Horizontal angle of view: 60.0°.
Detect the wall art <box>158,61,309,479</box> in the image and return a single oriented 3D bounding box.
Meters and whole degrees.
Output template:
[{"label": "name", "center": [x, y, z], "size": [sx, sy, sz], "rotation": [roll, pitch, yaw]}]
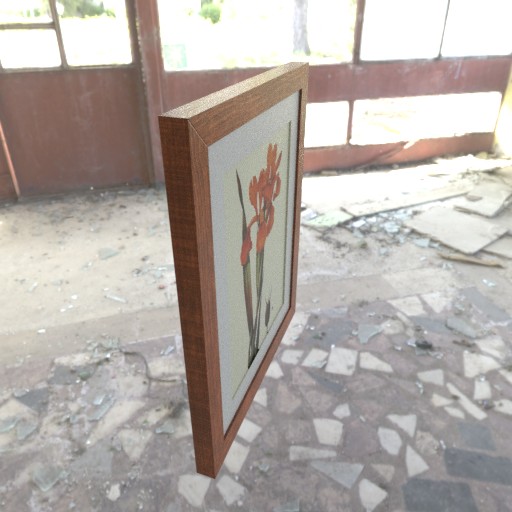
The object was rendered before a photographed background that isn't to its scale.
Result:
[{"label": "wall art", "center": [0.000, 0.000, 0.763], "size": [0.033, 0.567, 0.467], "rotation": [11, 32, 17]}]
